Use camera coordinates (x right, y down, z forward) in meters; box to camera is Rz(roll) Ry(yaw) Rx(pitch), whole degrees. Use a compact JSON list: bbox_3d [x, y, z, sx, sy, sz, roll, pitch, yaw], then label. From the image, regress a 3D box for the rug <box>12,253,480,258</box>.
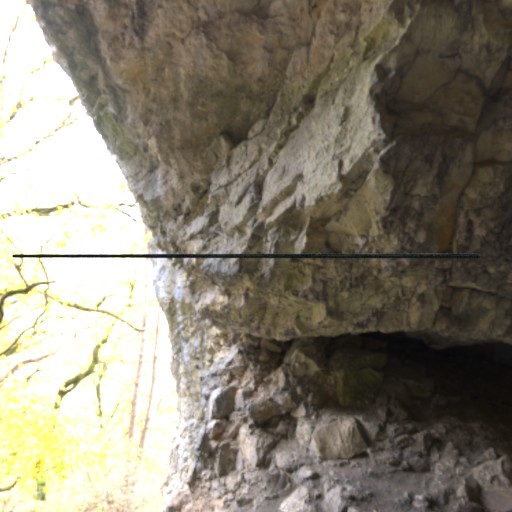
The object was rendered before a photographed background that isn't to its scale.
[{"bbox_3d":[0.000,0.000,2.222,1.829,0.016,1.219,0,0,17],"label":"rug"}]
